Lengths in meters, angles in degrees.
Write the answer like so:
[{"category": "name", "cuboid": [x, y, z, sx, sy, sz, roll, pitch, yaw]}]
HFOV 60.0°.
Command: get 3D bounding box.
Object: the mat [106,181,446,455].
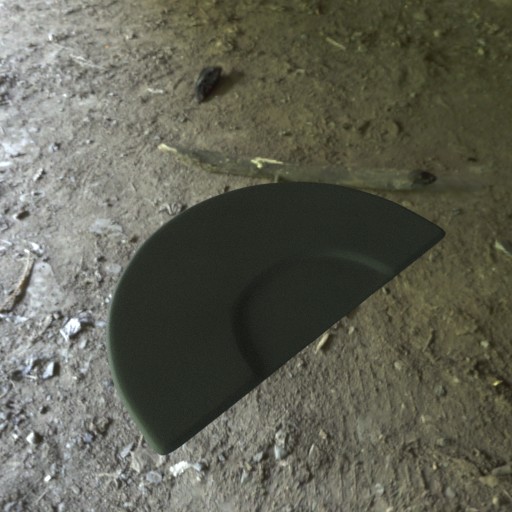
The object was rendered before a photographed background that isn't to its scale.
[{"category": "mat", "cuboid": [0.000, 0.000, 1.894, 1.525, 0.022, 0.917, -32, 54, -27]}]
